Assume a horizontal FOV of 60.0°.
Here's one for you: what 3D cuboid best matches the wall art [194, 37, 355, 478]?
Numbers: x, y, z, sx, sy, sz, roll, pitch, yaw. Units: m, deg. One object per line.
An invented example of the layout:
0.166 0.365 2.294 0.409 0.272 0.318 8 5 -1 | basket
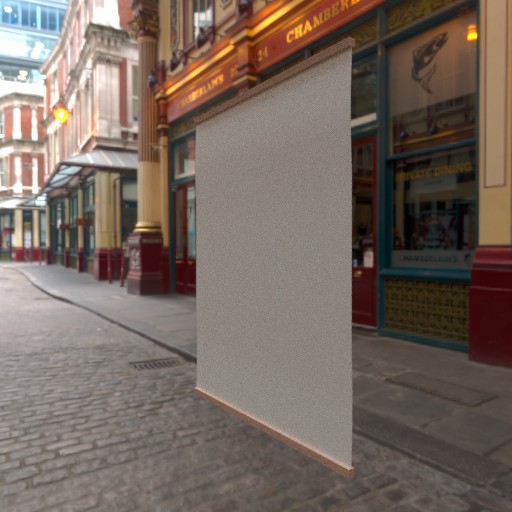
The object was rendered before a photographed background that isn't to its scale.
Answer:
0.000 0.000 1.324 0.020 1.013 0.758 0 0 -35 | wall art
